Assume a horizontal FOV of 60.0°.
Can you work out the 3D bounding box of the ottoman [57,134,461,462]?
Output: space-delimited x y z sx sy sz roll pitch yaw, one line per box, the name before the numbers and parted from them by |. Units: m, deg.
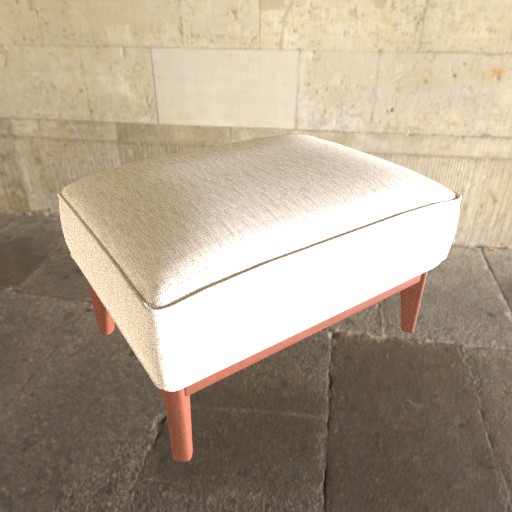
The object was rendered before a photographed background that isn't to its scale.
ottoman | 0.000 0.000 1.117 0.794 0.465 0.594 -19 36 -29
